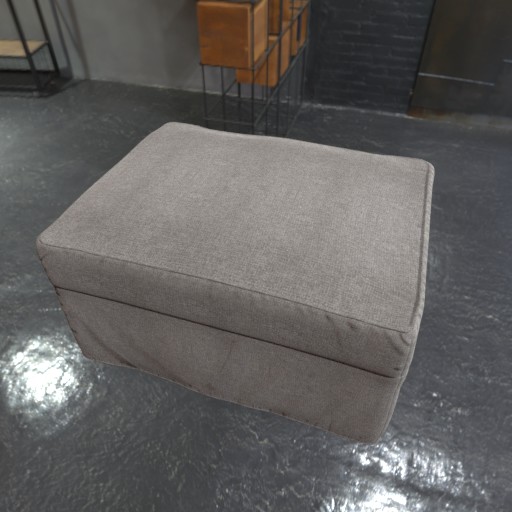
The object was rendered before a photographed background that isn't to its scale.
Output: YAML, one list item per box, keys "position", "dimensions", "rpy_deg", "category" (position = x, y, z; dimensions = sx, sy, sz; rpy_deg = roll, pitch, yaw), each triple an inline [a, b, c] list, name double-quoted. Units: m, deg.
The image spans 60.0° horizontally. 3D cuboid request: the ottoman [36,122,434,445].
- position: [0.000, 0.000, 1.218]
  dimensions: [0.833, 0.492, 0.652]
  rpy_deg: [13, 44, 13]
  category: "ottoman"
